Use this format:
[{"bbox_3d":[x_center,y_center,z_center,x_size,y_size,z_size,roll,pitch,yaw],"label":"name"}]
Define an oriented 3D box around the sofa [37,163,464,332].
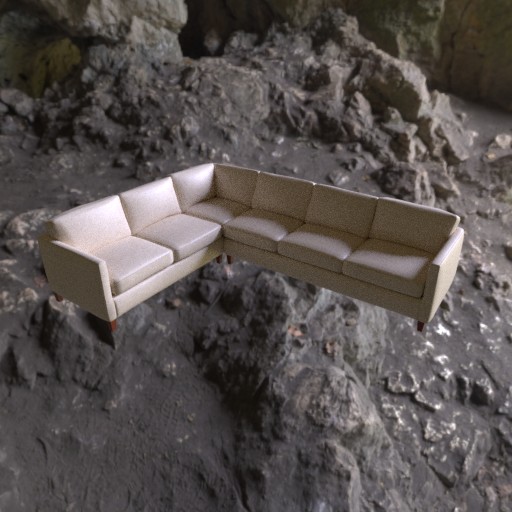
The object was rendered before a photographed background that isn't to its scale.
[{"bbox_3d":[0.000,0.000,4.364,3.302,0.947,2.593,18,33,30],"label":"sofa"}]
